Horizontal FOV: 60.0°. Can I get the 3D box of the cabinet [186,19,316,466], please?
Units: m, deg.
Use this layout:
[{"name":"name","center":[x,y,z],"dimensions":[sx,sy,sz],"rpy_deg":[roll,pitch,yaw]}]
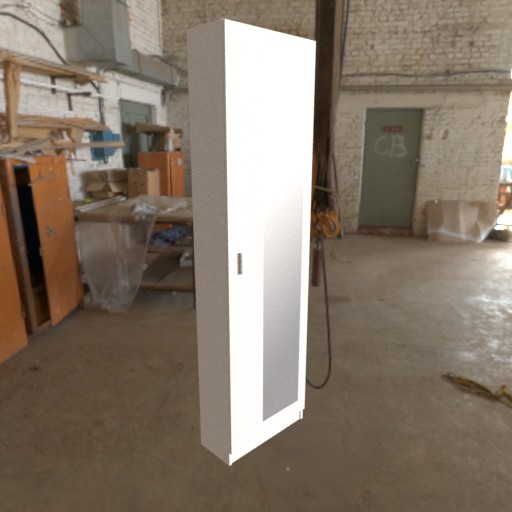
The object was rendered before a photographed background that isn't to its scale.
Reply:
[{"name":"cabinet","center":[0.000,0.000,1.962],"dimensions":[0.500,1.790,0.230],"rpy_deg":[-14,20,-43]}]
